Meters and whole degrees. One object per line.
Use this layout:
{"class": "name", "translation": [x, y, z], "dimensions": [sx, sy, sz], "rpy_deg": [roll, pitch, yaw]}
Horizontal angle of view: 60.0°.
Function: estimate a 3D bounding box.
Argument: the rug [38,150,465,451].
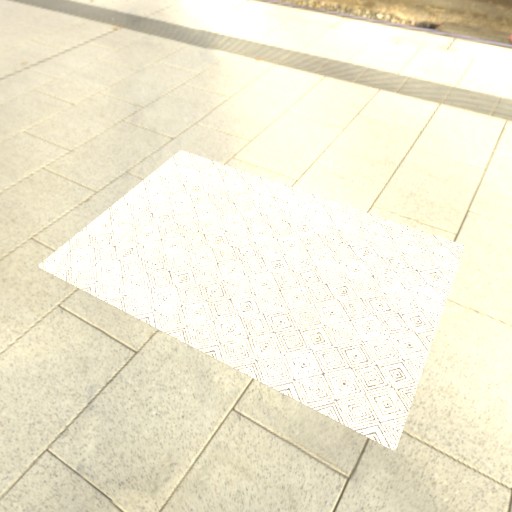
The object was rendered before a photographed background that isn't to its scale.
{"class": "rug", "translation": [0.000, 0.000, 2.210], "dimensions": [1.783, 0.008, 1.175], "rpy_deg": [22, 50, 20]}
